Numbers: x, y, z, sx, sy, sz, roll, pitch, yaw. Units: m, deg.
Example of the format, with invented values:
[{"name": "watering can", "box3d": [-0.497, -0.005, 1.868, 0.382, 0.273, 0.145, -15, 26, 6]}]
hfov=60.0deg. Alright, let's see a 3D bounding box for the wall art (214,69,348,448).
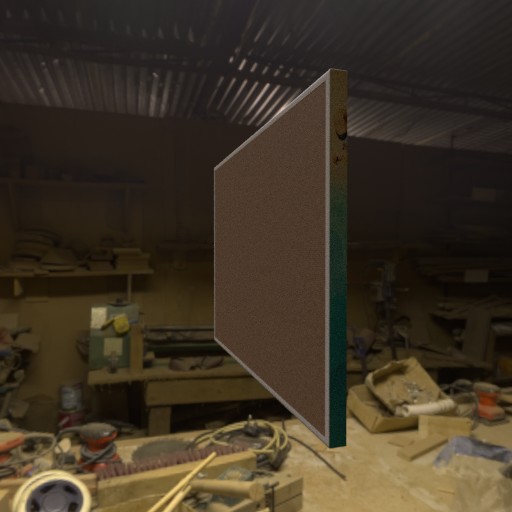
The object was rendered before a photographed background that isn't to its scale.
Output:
[{"name": "wall art", "box3d": [0.000, 0.000, 1.443, 0.040, 0.769, 1.136, 0, 1, -17]}]
